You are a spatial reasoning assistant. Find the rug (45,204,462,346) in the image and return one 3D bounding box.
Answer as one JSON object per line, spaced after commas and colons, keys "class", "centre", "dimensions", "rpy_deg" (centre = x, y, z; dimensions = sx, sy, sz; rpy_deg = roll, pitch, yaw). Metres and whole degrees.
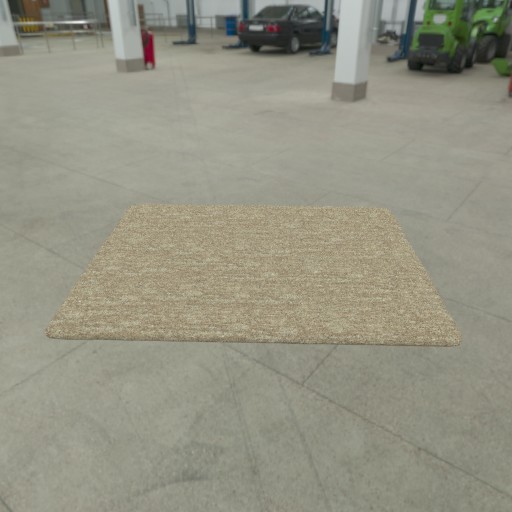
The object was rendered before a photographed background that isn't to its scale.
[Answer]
{"class": "rug", "centre": [0.000, 0.000, 3.902], "dimensions": [2.873, 0.050, 2.242], "rpy_deg": [1, 30, 1]}
